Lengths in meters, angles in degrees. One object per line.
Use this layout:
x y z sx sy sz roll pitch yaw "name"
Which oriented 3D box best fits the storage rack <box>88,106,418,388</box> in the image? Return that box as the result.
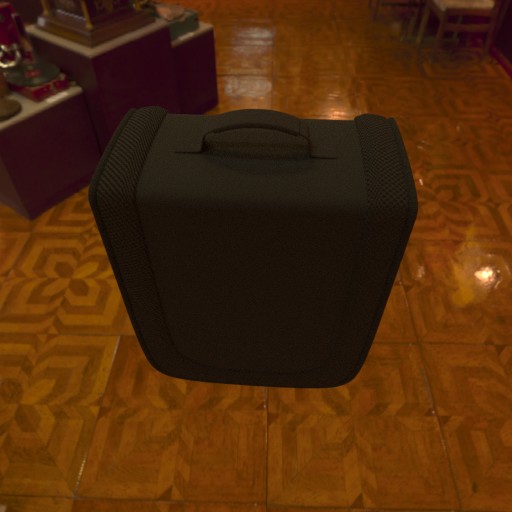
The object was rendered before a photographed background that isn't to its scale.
0.000 0.000 0.557 0.297 0.387 0.168 3 46 3 "storage rack"
